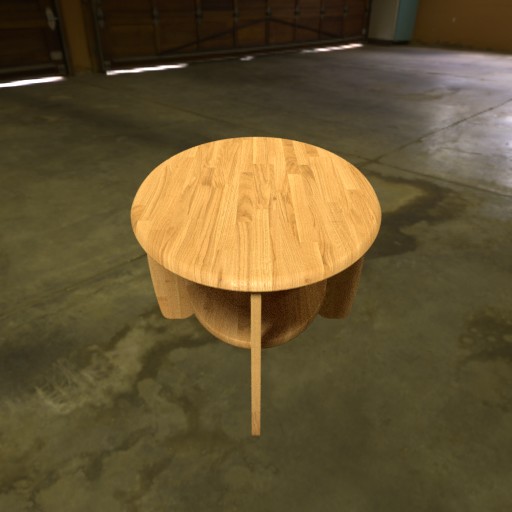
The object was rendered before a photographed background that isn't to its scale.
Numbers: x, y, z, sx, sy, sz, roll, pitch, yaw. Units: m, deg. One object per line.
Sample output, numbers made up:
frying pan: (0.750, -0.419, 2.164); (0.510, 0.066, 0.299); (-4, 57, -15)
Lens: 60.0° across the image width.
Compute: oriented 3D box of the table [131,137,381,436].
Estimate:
table: (0.000, 0.000, 1.420); (0.690, 0.490, 1.040); (0, 31, 0)
